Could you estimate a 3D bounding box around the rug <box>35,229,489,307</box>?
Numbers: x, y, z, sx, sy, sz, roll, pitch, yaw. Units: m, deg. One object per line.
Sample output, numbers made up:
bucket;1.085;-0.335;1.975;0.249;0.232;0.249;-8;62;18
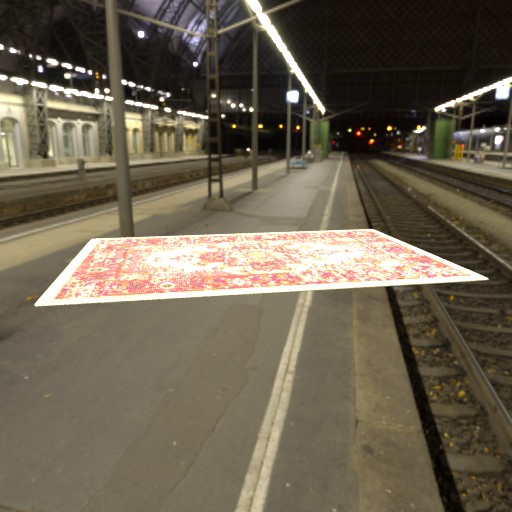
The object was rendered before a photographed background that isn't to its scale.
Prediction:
rug;0.000;0.000;1.091;0.868;0.004;0.556;-3;14;-10
